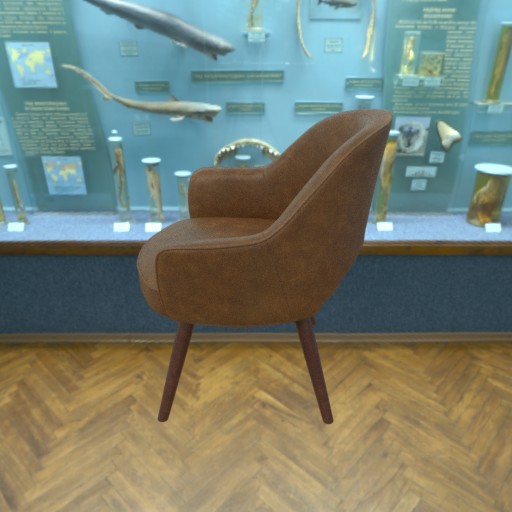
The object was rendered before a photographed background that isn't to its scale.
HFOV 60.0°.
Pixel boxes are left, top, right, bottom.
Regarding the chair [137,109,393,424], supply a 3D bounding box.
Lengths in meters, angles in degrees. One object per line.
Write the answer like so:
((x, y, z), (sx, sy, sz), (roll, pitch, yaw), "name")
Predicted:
((0.000, 0.000, 1.232), (0.640, 0.777, 0.591), (0, 27, 1), "chair")
